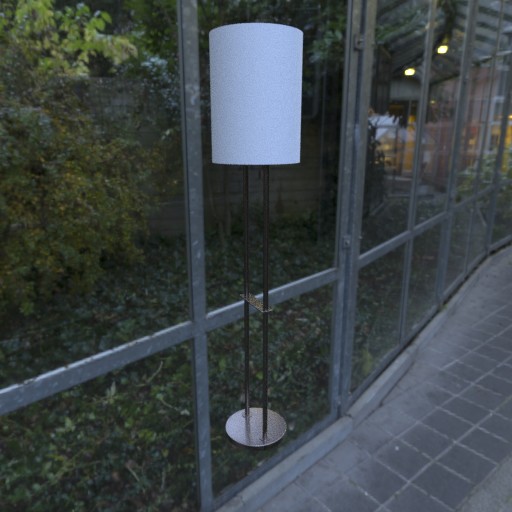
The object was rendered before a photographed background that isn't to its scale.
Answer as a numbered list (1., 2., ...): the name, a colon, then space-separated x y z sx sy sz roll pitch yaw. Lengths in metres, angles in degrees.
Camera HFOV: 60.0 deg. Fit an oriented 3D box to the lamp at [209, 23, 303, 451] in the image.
1. lamp: 0.000 0.000 1.643 0.305 1.500 0.306 -7 17 -25
